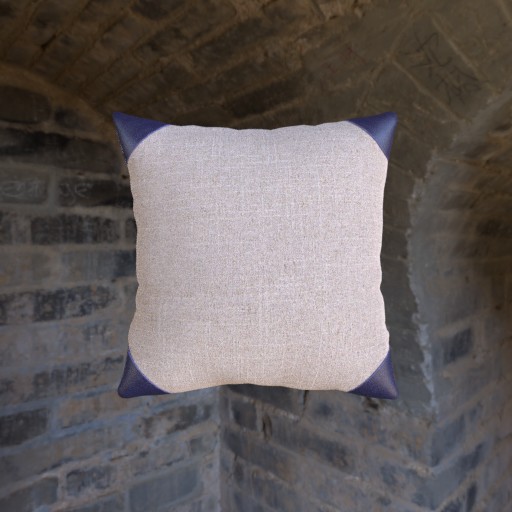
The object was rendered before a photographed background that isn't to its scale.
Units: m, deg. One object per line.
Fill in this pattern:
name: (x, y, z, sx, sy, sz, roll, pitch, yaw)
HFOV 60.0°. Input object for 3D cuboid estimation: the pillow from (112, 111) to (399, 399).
pillow: (0.000, 0.000, 0.676, 0.440, 0.441, 0.147, 0, 1, 0)
